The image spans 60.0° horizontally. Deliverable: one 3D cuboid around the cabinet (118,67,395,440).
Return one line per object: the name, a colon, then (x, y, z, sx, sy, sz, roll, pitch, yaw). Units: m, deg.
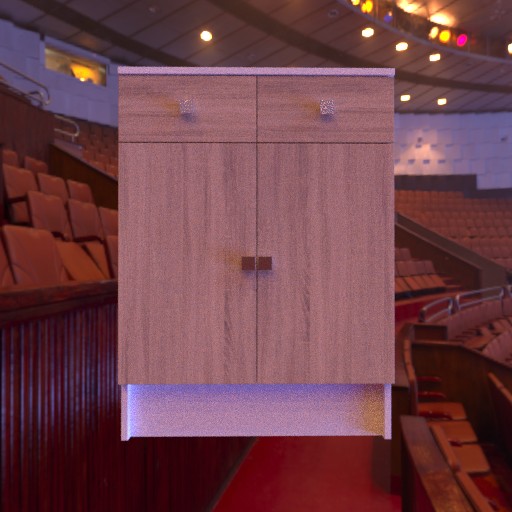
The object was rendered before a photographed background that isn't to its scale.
cabinet: (0.000, 0.000, 1.093, 0.600, 0.815, 0.296, 0, 0, -1)
